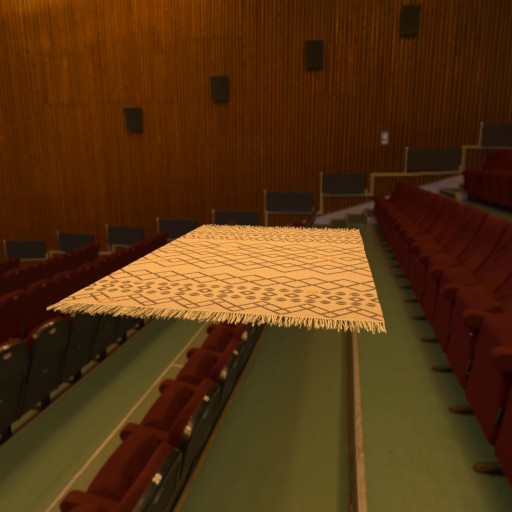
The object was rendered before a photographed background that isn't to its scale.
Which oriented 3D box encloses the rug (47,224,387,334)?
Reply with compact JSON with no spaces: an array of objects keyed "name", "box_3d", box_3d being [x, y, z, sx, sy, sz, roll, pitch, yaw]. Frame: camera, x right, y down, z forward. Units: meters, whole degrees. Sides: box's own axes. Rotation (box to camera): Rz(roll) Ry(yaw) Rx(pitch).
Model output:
[{"name":"rug","box_3d":[0.000,0.000,2.489,1.224,0.028,2.023,2,13,10]}]
